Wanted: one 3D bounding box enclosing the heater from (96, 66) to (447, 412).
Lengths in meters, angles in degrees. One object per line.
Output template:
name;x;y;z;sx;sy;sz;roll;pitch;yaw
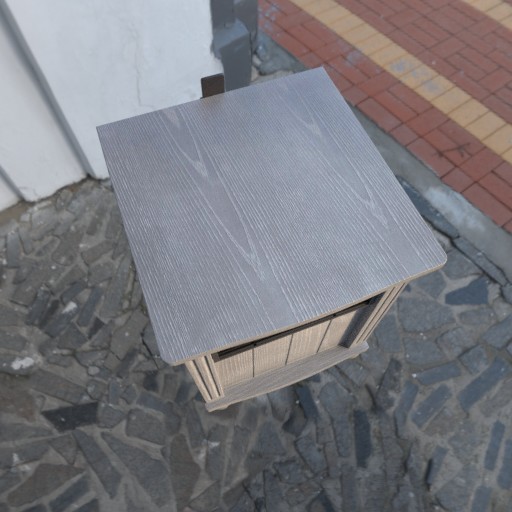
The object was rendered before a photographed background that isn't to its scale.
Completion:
heater;0.000;0.000;0.776;0.362;0.481;0.400;-19;64;-10
